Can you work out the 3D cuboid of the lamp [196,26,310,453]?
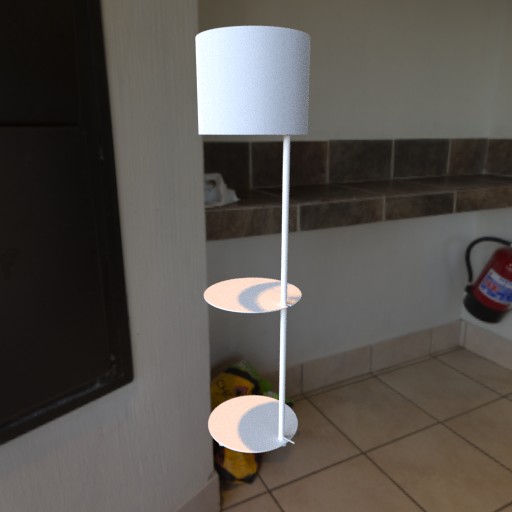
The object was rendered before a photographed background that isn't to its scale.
[{"bbox_3d":[0.000,0.000,1.634,0.405,1.465,0.372,15,21,43],"label":"lamp"}]
